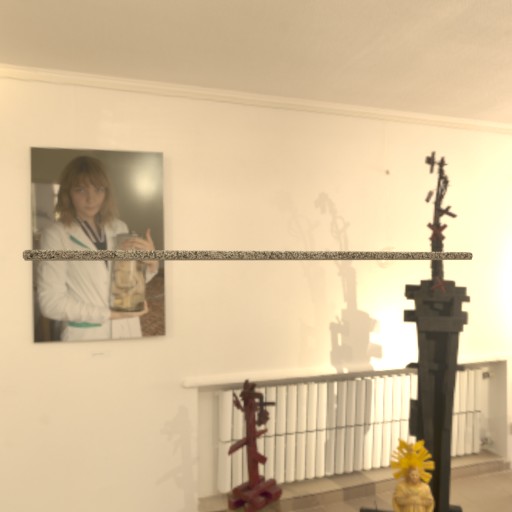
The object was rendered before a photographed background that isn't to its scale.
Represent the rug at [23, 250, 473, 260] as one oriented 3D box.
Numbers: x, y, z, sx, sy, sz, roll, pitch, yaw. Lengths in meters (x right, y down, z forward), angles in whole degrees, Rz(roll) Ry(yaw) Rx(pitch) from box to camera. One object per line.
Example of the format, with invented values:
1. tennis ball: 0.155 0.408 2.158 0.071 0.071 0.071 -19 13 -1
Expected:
1. rug: 0.000 0.000 1.717 1.524 0.030 0.609 0 0 -18
